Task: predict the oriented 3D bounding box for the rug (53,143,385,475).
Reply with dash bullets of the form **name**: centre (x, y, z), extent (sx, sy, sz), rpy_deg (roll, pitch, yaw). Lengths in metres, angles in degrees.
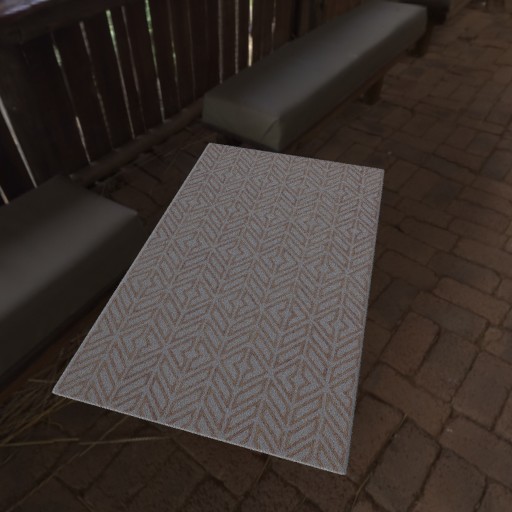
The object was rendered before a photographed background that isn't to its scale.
- **rug**: centre (0.000, 0.000, 2.957), extent (1.523, 0.008, 2.438), rpy_deg (11, 47, 11)
